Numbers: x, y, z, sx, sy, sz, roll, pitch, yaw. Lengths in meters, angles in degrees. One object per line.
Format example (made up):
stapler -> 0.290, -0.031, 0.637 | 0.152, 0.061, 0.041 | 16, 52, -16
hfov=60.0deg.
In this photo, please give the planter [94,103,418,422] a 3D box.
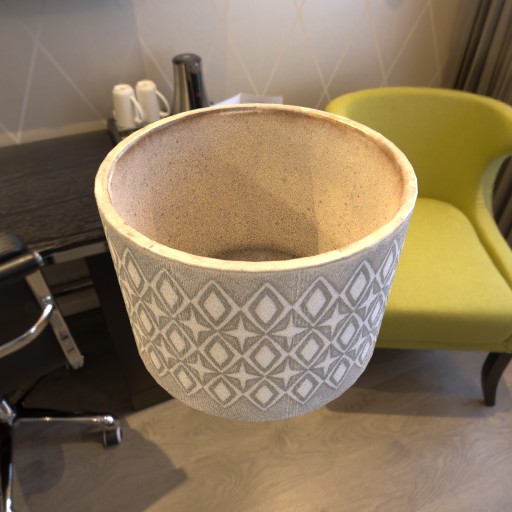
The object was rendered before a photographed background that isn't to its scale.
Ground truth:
planter -> 0.000, 0.000, 0.311 | 0.186, 0.144, 0.186 | 0, 41, 0
